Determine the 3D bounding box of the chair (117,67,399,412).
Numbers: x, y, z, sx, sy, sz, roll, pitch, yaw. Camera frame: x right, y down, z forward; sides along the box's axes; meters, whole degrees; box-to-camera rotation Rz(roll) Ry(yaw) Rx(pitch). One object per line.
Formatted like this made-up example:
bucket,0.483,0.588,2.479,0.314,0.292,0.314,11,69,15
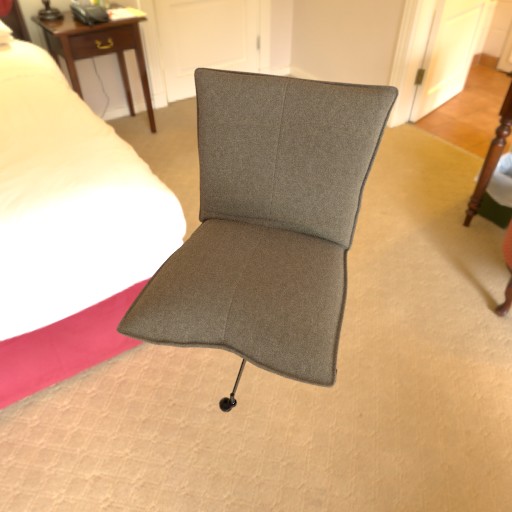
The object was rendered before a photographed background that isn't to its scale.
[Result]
chair,0.000,0.000,1.287,0.597,0.811,0.696,12,43,13
